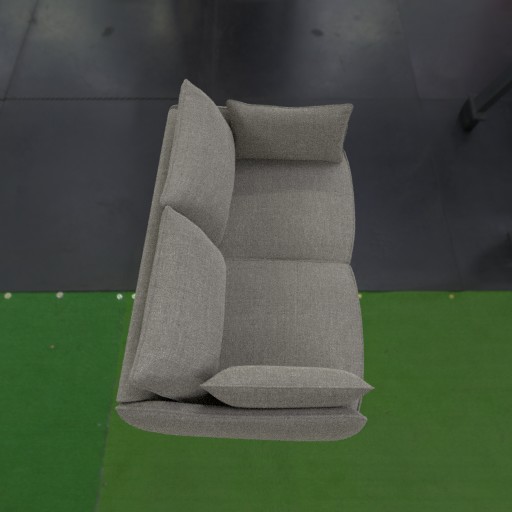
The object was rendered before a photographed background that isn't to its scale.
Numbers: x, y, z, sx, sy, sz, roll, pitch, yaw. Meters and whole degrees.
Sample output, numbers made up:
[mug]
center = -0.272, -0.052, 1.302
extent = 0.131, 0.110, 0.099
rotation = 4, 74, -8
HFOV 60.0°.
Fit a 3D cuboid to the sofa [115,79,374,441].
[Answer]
[sofa]
center = 0.000, 0.000, 2.085
extent = 0.972, 0.851, 1.580
rotation = 2, 63, 1
